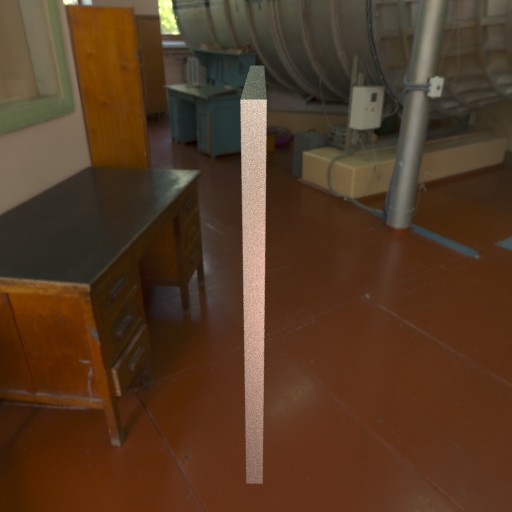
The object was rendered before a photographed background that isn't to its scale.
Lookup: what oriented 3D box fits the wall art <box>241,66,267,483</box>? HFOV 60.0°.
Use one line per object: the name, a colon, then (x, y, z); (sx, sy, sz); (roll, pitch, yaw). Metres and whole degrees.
wall art: (0.000, 0.000, 0.758); (0.025, 0.569, 0.444); (0, 27, 1)
